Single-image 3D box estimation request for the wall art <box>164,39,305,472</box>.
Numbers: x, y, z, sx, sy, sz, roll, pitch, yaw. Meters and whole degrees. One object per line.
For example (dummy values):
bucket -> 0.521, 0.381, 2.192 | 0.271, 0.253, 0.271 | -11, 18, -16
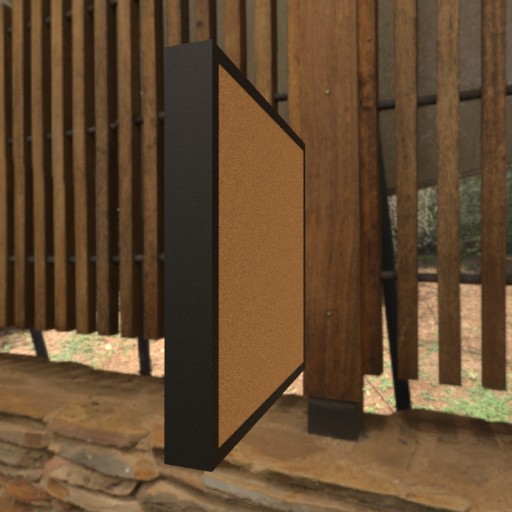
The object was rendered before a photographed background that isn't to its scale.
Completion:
wall art -> 0.000, 0.000, 0.461 | 0.038, 0.304, 0.305 | 0, 0, 19
